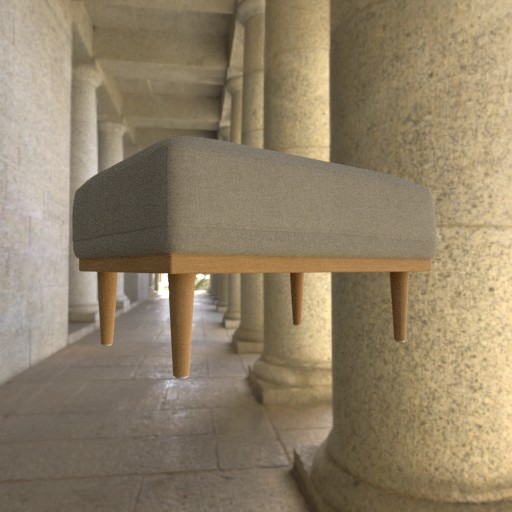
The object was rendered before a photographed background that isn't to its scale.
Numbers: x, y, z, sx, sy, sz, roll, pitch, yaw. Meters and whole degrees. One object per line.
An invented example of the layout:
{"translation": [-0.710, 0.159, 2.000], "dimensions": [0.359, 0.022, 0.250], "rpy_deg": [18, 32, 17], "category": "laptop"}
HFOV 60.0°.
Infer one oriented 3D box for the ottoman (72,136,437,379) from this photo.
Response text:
{"translation": [0.000, 0.000, 1.090], "dimensions": [0.749, 0.428, 0.549], "rpy_deg": [1, -2, -37], "category": "ottoman"}
